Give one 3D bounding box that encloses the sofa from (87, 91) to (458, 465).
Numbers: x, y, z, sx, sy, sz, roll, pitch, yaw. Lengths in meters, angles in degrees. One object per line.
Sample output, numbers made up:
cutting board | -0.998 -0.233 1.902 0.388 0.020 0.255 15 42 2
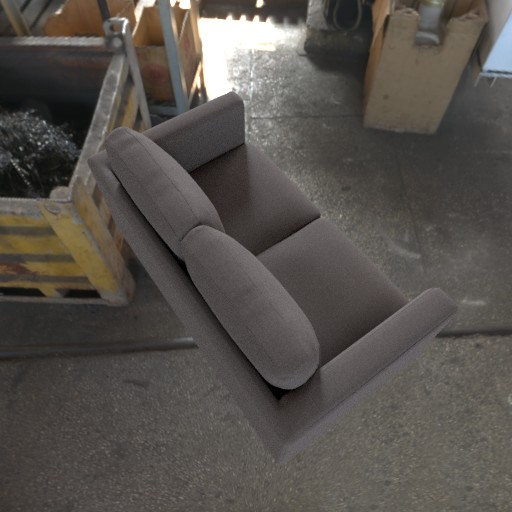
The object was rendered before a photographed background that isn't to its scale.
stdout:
sofa | 0.000 0.000 1.929 0.796 0.908 1.430 -32 64 -18
